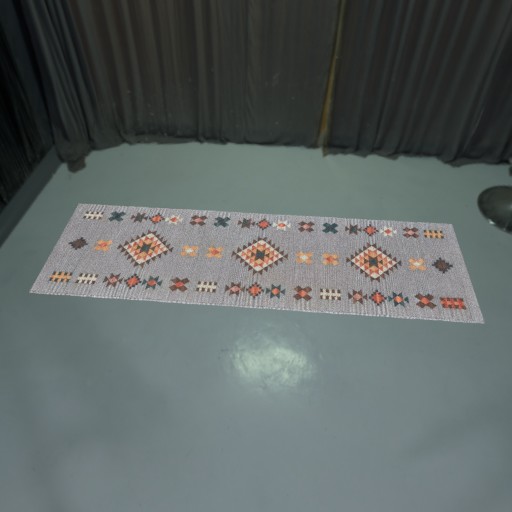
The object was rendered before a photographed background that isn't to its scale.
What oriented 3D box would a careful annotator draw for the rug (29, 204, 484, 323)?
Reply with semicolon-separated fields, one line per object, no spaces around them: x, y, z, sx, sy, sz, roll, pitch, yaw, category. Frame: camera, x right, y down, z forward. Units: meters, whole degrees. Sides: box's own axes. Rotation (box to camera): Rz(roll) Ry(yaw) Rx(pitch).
0.000;0.000;2.623;2.432;0.008;0.766;3;46;3;rug
